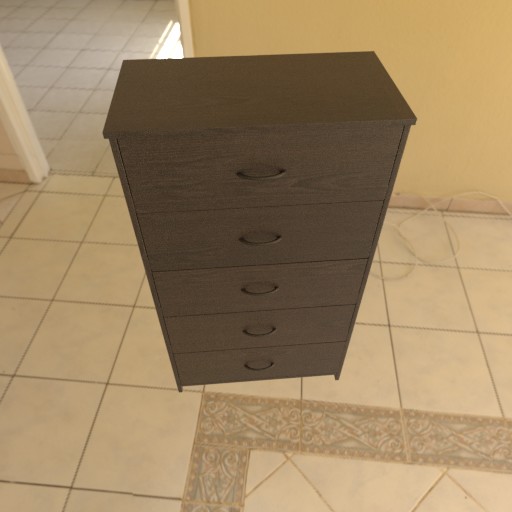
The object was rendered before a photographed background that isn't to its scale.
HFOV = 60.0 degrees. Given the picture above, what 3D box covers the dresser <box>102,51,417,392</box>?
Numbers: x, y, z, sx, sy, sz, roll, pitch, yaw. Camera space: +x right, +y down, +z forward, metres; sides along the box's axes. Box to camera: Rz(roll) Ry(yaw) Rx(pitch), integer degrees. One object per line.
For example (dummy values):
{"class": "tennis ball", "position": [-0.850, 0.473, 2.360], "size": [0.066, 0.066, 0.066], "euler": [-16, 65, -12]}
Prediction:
{"class": "dresser", "position": [0.000, 0.000, 1.572], "size": [0.704, 1.254, 0.418], "euler": [-3, 47, -3]}
